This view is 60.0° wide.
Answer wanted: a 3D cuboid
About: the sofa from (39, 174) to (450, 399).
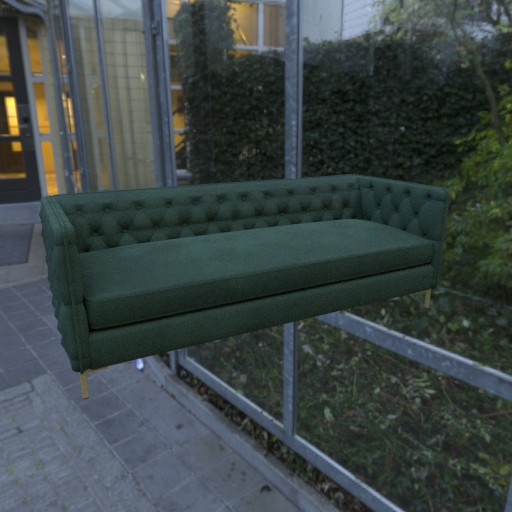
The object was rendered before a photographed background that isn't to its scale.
[{"bbox_3d":[0.000,0.000,2.603,2.209,0.771,0.895,-9,19,-27],"label":"sofa"}]
